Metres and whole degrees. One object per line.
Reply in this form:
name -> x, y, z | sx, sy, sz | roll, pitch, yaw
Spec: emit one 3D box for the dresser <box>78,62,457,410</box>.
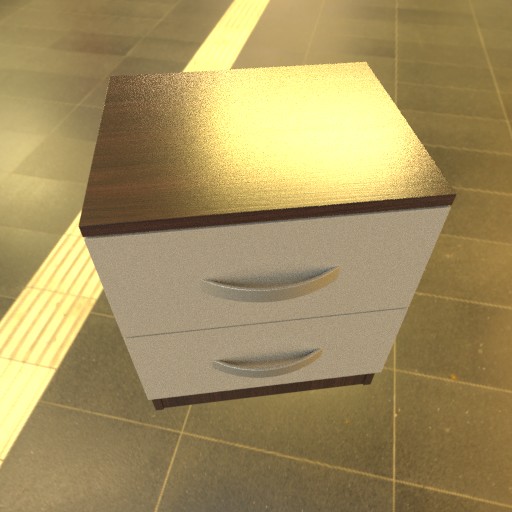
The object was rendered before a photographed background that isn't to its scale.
dresser -> 0.000, 0.000, 0.739 | 0.400, 0.470, 0.360 | -5, 47, -5
